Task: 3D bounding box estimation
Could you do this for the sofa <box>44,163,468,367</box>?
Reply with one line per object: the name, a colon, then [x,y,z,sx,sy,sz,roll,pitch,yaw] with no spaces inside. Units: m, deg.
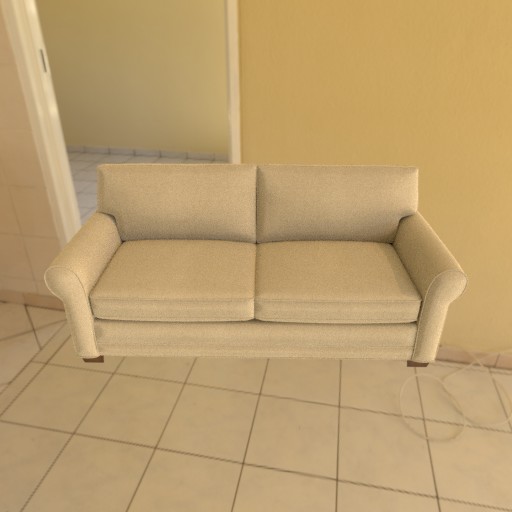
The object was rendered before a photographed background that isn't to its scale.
sofa: [0.000,0.000,2.656,2.146,0.962,0.901,1,29,1]
